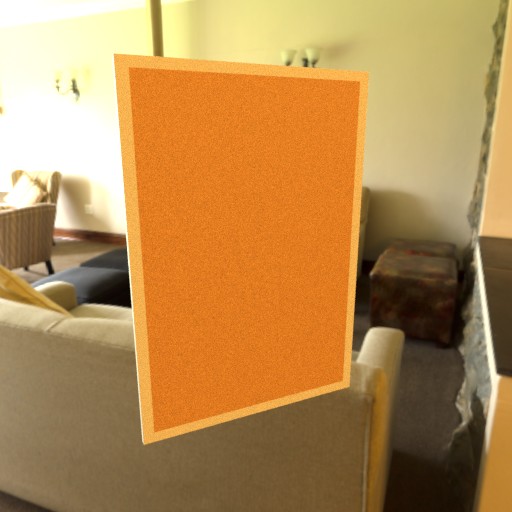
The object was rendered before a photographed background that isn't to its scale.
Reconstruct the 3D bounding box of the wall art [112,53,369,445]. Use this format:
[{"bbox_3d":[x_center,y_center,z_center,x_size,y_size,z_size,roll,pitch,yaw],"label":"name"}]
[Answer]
[{"bbox_3d":[0.000,0.000,0.818,0.456,0.656,0.013,-7,17,-24],"label":"wall art"}]
